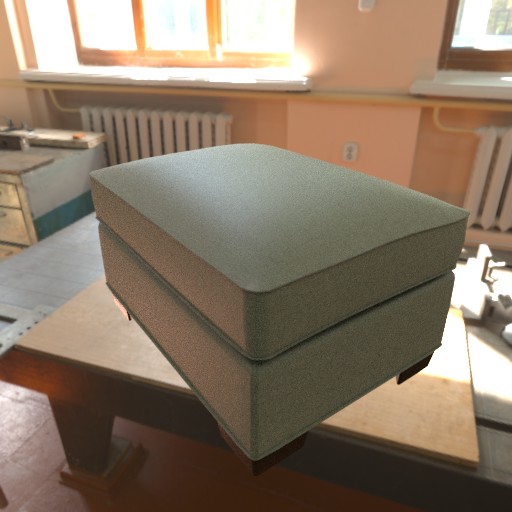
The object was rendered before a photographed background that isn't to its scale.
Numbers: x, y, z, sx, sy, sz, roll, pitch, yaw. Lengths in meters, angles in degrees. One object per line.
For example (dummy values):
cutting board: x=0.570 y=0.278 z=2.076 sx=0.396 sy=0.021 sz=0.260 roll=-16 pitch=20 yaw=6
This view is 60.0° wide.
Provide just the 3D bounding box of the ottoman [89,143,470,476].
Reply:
ottoman: x=0.000 y=0.000 z=1.222 sx=0.619 sy=0.504 sz=0.843 roll=-18 pitch=32 yaw=-31
